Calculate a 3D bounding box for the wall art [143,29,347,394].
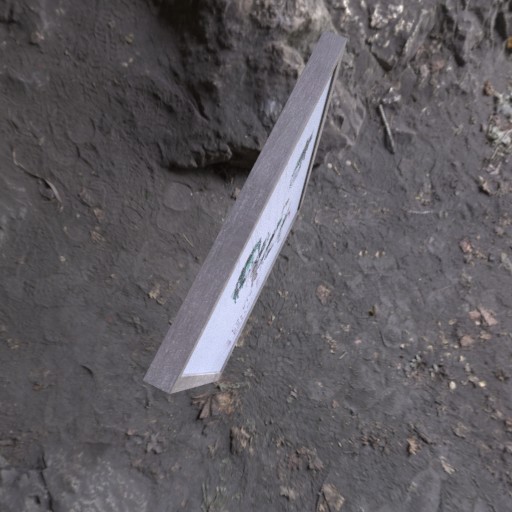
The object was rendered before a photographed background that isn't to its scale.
[{"bbox_3d":[0.000,0.000,0.703,0.032,0.521,0.421,24,77,6],"label":"wall art"}]
